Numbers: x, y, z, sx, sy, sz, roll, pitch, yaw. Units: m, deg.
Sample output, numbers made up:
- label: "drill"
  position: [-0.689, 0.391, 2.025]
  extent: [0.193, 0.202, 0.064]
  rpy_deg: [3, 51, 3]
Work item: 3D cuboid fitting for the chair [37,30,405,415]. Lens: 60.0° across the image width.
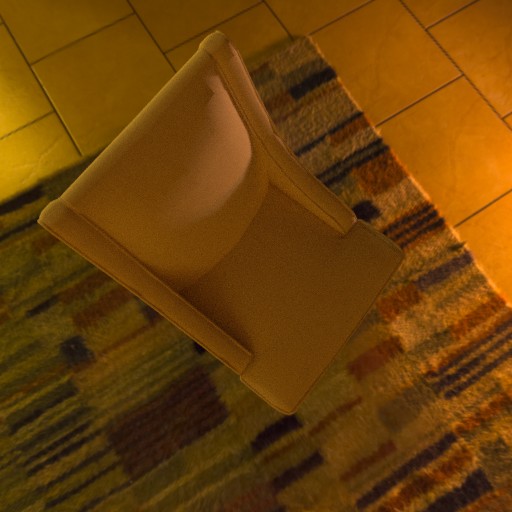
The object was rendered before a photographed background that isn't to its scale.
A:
- label: "chair"
  position: [0.000, 0.000, 1.453]
  extent: [0.806, 0.886, 0.689]
  rpy_deg: [37, 79, 9]
